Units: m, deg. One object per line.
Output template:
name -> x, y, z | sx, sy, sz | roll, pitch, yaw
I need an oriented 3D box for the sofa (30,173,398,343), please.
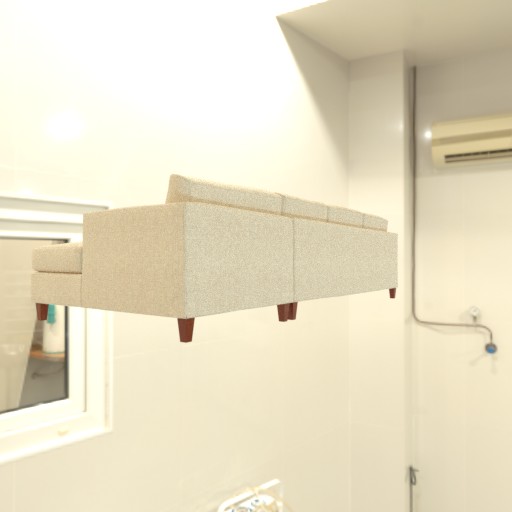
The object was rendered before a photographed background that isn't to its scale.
sofa -> 0.000, 0.000, 4.165 | 1.603, 0.954, 3.471 | 0, -1, 36
